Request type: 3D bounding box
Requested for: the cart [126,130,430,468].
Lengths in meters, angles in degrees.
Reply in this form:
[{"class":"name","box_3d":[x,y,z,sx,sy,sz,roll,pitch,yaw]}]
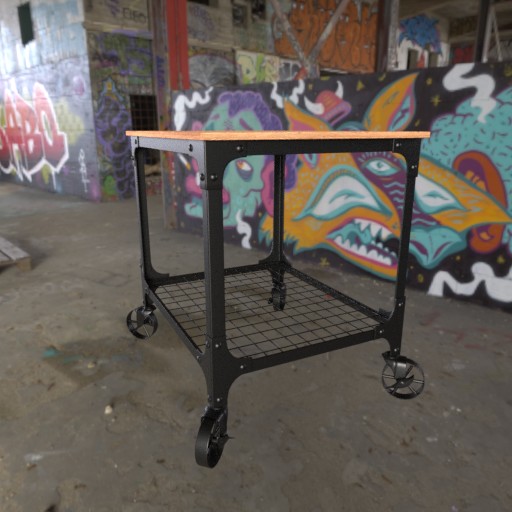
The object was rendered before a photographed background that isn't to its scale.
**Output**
[{"class":"cart","box_3d":[0.000,0.000,1.113,0.558,0.603,0.666,-8,18,-25]}]
